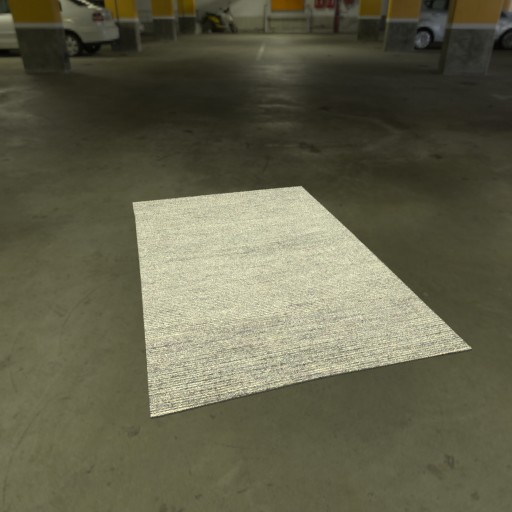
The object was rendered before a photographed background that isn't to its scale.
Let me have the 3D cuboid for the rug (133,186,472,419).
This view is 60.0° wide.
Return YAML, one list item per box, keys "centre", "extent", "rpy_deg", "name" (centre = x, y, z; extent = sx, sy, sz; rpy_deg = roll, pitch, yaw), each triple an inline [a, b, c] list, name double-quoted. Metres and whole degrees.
- centre: [0.000, 0.000, 2.233]
  extent: [1.159, 0.021, 1.789]
  rpy_deg: [-8, 30, -13]
  name: "rug"
